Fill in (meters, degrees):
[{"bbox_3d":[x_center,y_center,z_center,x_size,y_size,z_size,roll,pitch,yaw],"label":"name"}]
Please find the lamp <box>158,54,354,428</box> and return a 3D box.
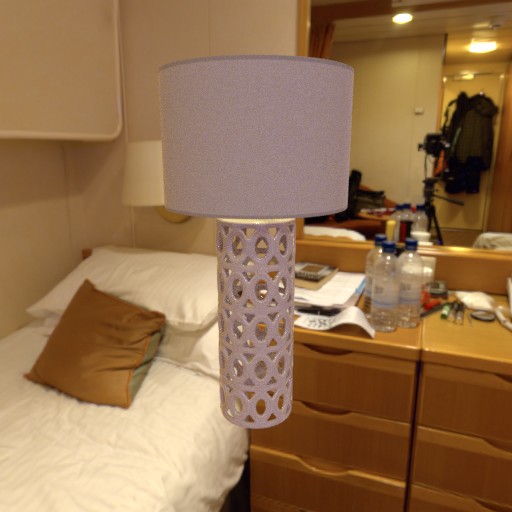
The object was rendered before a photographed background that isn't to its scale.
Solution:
[{"bbox_3d":[0.000,0.000,0.828,0.325,0.636,0.324,-6,15,-25],"label":"lamp"}]
